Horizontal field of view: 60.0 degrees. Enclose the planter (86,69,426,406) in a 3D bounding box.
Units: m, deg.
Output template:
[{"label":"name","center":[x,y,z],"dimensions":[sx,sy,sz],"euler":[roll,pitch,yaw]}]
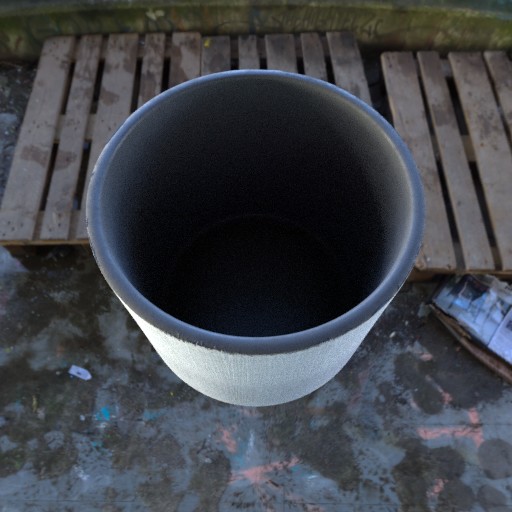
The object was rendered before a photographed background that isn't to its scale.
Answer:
[{"label":"planter","center":[0.000,0.000,0.373],"dimensions":[0.221,0.201,0.221],"euler":[0,63,0]}]
